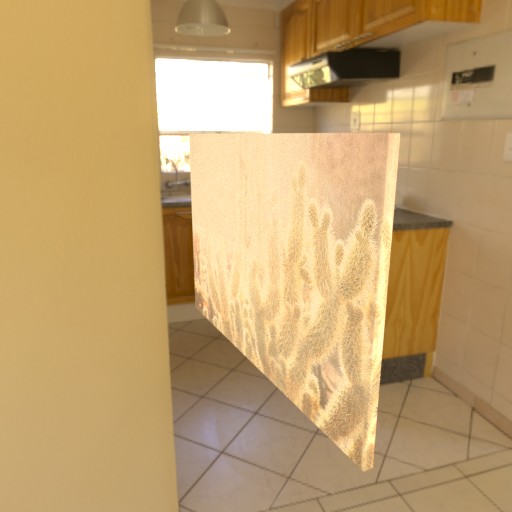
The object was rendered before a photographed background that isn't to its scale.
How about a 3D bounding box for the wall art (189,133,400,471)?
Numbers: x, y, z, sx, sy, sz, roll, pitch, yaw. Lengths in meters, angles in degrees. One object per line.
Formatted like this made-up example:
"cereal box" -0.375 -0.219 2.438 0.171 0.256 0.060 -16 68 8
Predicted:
"wall art" 0.000 0.000 1.900 0.038 1.012 1.525 -8 17 -26
